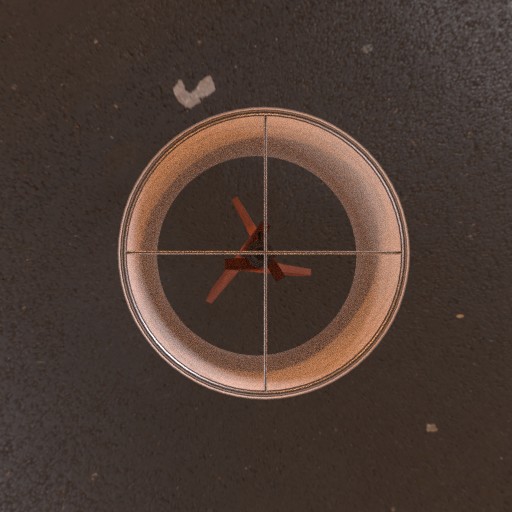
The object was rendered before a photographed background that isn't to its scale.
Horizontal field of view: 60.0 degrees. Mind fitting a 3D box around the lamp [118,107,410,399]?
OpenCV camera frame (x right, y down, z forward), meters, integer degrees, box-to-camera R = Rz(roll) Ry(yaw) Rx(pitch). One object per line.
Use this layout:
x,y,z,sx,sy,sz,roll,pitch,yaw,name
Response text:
0.000,0.000,0.918,0.380,0.686,0.380,0,89,-2,lamp
